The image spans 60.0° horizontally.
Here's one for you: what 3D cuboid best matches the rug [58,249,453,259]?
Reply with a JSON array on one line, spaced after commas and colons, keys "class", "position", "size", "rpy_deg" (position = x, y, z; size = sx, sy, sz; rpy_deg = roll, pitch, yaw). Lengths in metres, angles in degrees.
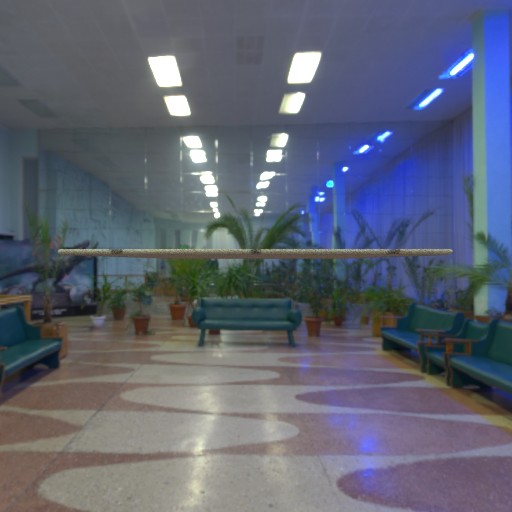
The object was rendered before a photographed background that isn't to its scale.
[{"class": "rug", "position": [0.000, 0.000, 3.347], "size": [1.801, 0.026, 2.701], "rpy_deg": [0, -1, 0]}]
